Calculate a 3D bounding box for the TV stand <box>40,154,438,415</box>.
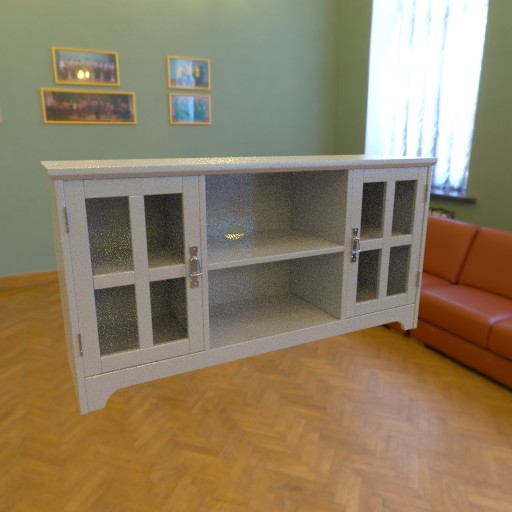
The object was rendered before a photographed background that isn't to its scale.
[{"bbox_3d":[0.000,0.000,1.414,1.167,0.603,0.344,-8,17,-26],"label":"TV stand"}]
